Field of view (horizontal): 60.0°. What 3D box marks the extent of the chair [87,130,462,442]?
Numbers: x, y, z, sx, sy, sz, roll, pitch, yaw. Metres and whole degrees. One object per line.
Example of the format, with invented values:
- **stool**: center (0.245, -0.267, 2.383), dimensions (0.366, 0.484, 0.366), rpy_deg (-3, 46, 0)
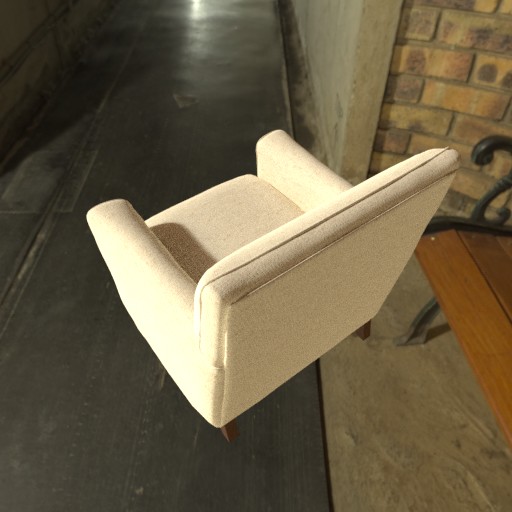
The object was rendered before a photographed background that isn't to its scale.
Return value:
- **chair**: center (0.000, 0.000, 1.574), dimensions (0.870, 0.943, 0.823), rpy_deg (-29, 53, -25)
